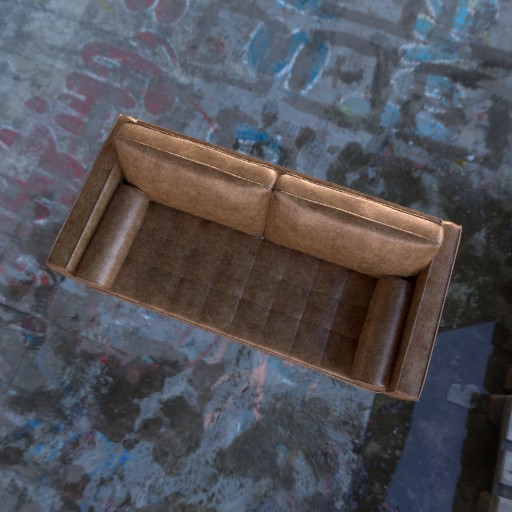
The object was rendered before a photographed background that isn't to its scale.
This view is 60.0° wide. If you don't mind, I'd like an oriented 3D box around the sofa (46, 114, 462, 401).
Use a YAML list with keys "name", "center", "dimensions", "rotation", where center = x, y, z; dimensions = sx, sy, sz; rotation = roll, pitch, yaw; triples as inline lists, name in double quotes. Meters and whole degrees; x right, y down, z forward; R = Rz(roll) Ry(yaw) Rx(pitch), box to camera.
- name: "sofa"
  center: [0.000, 0.000, 2.396]
  dimensions: [1.920, 0.825, 0.924]
  rotation: [19, 76, 5]
